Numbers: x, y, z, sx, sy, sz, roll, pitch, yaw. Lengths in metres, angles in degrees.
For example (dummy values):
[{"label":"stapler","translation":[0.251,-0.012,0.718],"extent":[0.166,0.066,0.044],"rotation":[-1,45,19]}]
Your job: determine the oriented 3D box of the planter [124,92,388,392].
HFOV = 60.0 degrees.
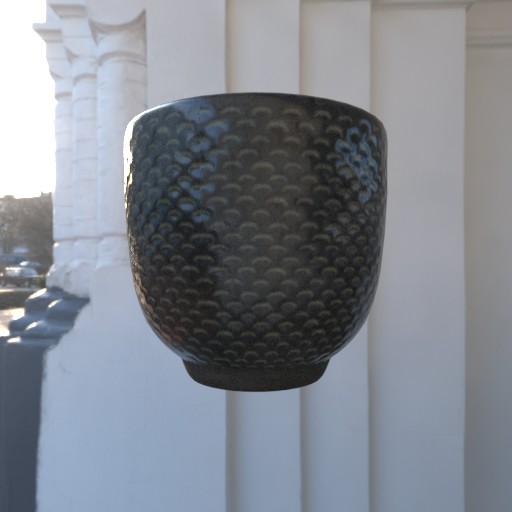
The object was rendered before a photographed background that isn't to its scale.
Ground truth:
[{"label":"planter","translation":[0.000,0.000,0.301],"extent":[0.172,0.160,0.172],"rotation":[0,-1,0]}]
